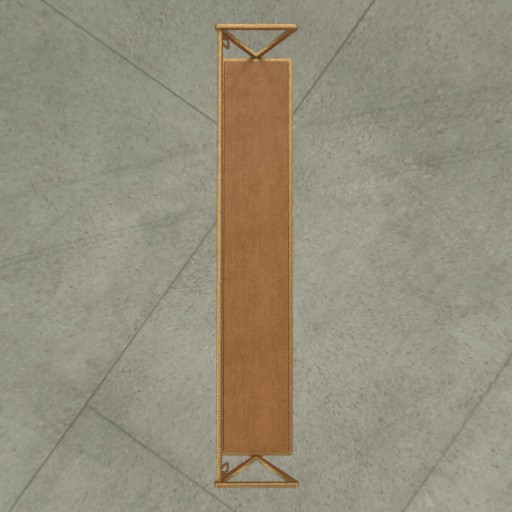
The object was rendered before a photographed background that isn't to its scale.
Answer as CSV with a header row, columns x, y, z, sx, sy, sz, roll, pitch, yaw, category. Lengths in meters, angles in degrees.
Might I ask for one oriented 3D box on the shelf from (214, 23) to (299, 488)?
x,y,z,sx,sy,sz,roll,pitch,yaw,category
0.000,0.000,1.008,0.150,0.450,0.822,0,89,0,shelf
